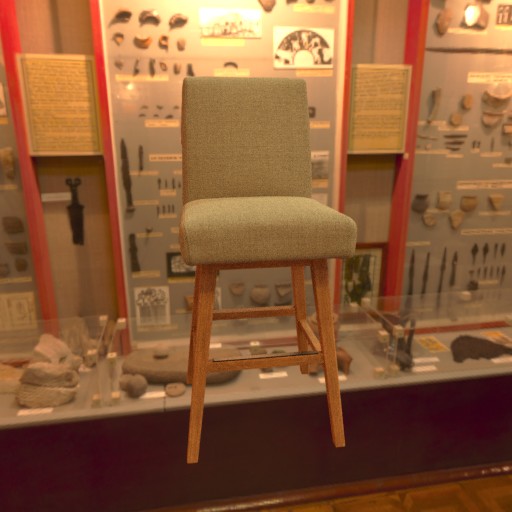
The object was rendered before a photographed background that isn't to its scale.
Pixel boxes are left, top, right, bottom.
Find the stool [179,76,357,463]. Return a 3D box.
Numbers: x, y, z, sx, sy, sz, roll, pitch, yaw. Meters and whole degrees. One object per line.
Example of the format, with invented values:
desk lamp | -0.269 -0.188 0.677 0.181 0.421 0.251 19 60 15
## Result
stool | 0.000 0.000 1.409 0.483 1.106 0.569 -2 17 -8
